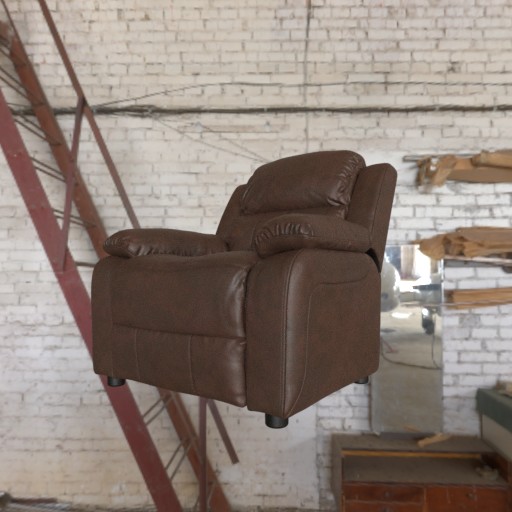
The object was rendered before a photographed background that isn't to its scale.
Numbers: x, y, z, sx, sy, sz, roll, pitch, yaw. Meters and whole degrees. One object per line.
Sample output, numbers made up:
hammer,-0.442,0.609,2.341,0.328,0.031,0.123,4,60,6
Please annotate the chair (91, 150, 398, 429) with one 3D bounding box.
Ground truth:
chair,0.000,0.000,1.271,0.680,0.702,0.707,-2,-3,37
